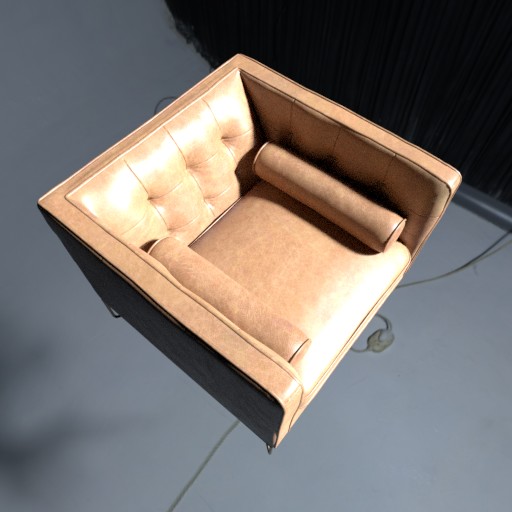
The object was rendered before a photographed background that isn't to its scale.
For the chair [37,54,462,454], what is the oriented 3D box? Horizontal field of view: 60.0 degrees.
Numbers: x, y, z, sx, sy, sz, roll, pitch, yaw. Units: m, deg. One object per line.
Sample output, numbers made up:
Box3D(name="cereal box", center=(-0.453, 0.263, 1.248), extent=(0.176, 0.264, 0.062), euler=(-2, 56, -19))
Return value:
Box3D(name="chair", center=(0.000, 0.000, 1.615), extent=(0.912, 0.797, 0.920), euler=(35, 65, 19))
